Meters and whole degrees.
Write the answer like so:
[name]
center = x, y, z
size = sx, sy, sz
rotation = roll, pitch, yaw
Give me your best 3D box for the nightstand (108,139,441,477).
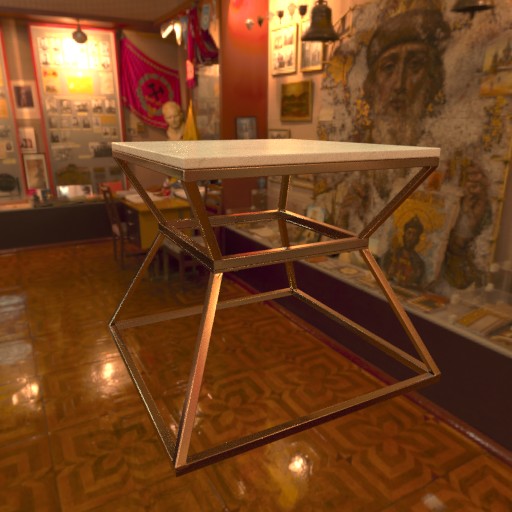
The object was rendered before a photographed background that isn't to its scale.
[nightstand]
center = 0.000, 0.000, 0.876
size = 0.514, 0.426, 0.513
rotation = -9, 19, -26
